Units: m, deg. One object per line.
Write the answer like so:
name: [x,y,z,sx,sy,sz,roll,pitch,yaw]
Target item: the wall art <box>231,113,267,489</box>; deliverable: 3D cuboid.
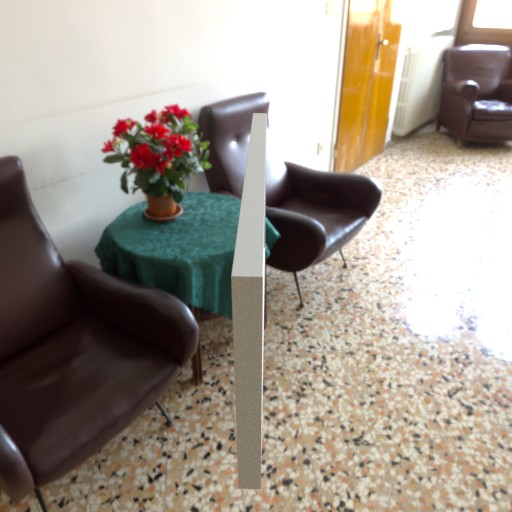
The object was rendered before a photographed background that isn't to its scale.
wall art: [0.000,0.000,0.986,0.038,0.431,0.812,1,31,1]
